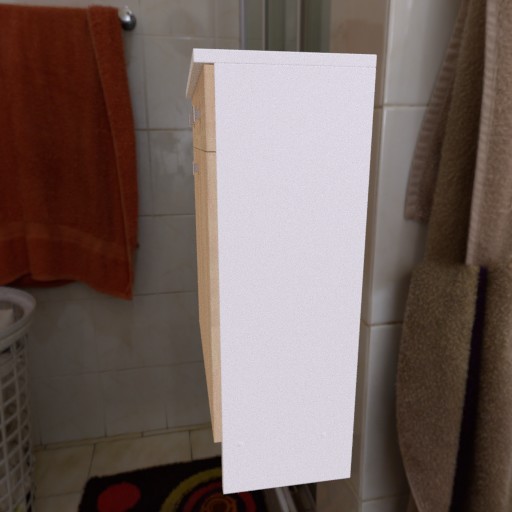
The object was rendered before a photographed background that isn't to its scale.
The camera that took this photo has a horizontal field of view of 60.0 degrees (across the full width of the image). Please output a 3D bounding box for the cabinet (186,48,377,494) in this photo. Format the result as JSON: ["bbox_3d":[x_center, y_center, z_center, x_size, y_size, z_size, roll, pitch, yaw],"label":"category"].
[{"bbox_3d":[0.000,0.000,1.083,0.296,0.815,0.600,-2,15,-9],"label":"cabinet"}]
